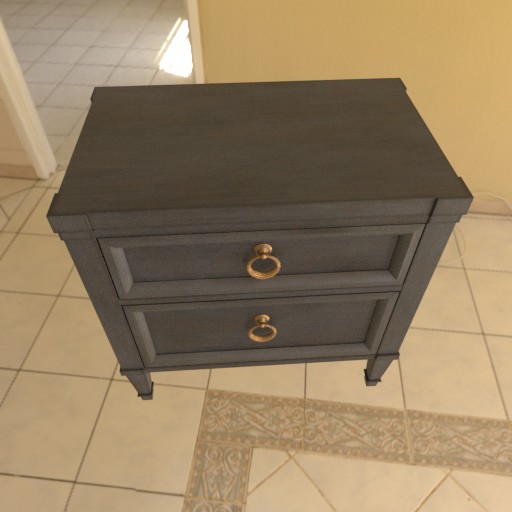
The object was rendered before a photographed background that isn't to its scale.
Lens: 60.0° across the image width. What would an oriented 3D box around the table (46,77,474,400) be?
[{"bbox_3d":[0.000,0.000,1.058,0.660,0.660,0.413,-3,47,-3],"label":"table"}]
